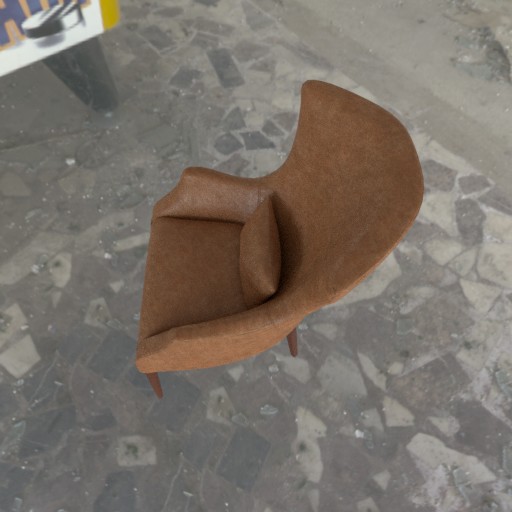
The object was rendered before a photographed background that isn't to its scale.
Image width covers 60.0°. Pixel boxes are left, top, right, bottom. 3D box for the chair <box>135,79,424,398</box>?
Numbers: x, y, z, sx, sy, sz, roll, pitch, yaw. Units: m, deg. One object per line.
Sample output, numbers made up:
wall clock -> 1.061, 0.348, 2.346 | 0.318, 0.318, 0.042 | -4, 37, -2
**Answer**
chair -> 0.000, 0.000, 1.739 | 0.955, 1.067, 0.846 | -1, 58, -1
